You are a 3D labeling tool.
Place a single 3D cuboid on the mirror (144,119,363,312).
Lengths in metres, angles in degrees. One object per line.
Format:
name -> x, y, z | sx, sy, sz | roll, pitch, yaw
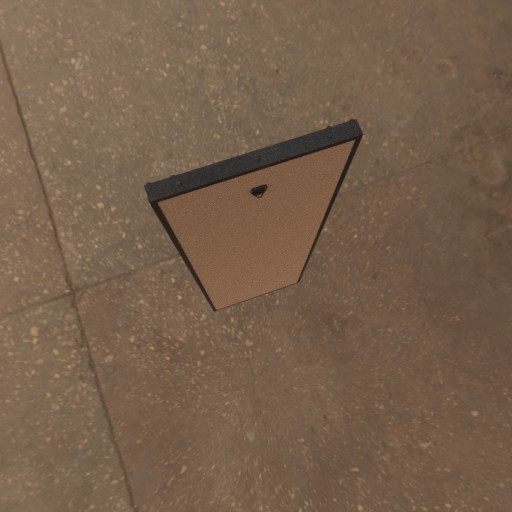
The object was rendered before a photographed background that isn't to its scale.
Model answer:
mirror -> 0.000, 0.000, 1.200 | 0.354, 1.080, 0.042 | -19, 75, -5
